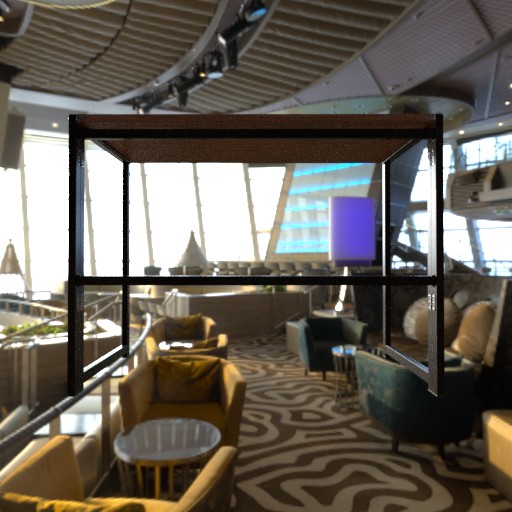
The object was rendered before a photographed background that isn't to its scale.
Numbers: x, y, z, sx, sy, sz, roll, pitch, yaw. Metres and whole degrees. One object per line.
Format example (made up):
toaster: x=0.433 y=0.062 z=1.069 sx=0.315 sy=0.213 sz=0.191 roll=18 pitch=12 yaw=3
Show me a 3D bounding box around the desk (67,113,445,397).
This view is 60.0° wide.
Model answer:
desk: x=0.000 y=0.000 z=1.445 sx=1.016 sy=0.762 sz=0.508 roll=0 pitch=-1 yaw=0
